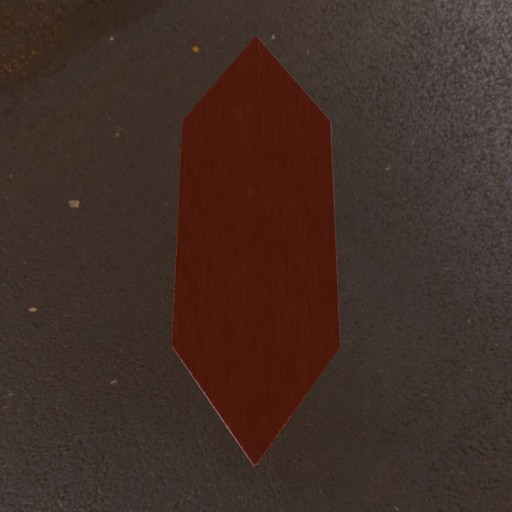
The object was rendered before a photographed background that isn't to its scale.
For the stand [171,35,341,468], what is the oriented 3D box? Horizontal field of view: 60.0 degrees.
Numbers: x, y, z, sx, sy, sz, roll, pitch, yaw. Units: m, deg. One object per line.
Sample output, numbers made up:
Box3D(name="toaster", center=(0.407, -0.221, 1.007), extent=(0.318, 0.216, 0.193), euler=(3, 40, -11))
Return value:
Box3D(name="stand", center=(0.000, 0.000, 1.357), extent=(0.381, 0.614, 1.072), euler=(0, 76, 0))
